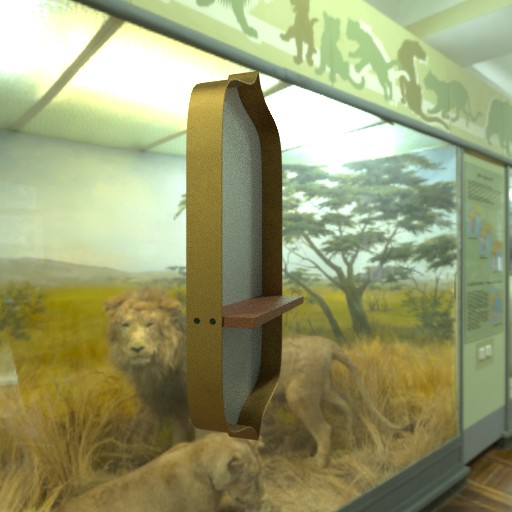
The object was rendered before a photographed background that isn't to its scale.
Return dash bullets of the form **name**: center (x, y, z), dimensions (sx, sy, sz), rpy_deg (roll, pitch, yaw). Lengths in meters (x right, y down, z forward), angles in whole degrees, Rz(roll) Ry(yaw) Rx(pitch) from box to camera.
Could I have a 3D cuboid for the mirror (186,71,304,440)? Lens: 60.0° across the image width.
- **mirror**: center (0.000, 0.000, 0.736), dimensions (0.096, 0.613, 0.323), rpy_deg (0, 0, 18)
